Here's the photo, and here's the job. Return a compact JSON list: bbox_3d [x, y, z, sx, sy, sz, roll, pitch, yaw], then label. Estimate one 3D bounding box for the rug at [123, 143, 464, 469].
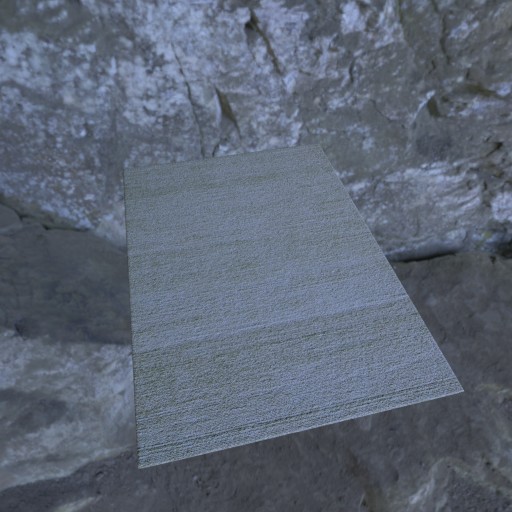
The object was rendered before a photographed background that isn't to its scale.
[{"bbox_3d":[0.000,0.000,4.917,2.782,0.025,3.935,-10,48,-9],"label":"rug"}]
